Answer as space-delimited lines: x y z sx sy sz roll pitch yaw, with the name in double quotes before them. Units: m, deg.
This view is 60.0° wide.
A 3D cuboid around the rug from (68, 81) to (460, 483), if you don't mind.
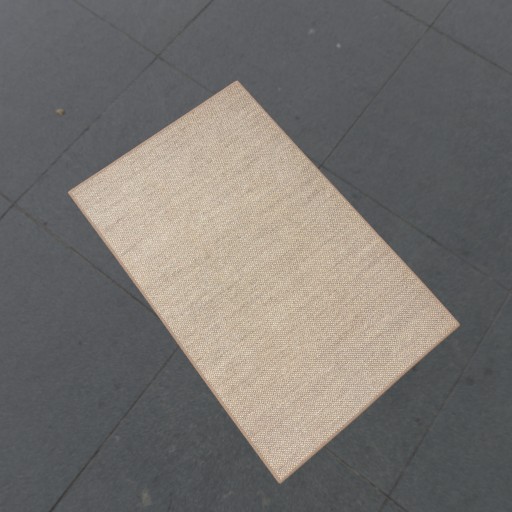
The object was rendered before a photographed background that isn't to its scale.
"rug" 0.000 0.000 2.101 1.061 0.012 1.668 -37 77 -10
